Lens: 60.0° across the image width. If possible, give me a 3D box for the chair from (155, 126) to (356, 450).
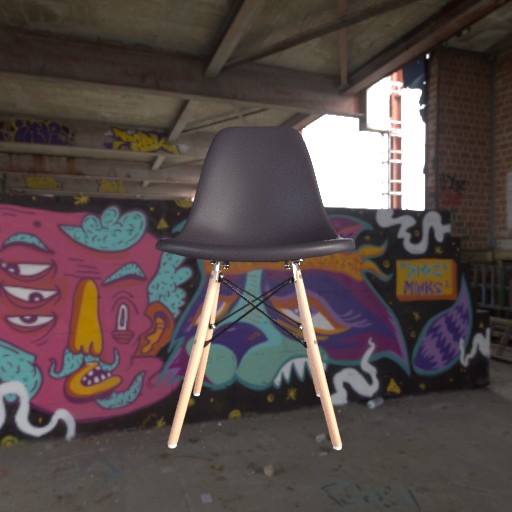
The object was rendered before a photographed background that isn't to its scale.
[{"bbox_3d":[0.000,0.000,1.150,0.470,0.825,0.533,0,0,1],"label":"chair"}]
